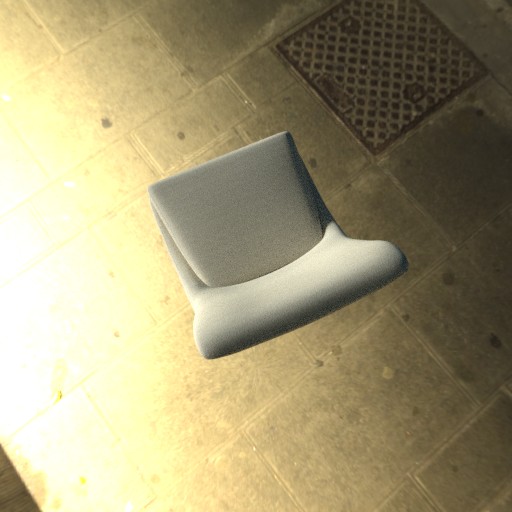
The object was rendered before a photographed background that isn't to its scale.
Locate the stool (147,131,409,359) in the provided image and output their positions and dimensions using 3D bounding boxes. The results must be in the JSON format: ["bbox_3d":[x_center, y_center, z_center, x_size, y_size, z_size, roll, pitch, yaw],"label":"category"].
[{"bbox_3d":[0.000,0.000,1.403,0.483,1.093,0.559,-23,77,-6],"label":"stool"}]
